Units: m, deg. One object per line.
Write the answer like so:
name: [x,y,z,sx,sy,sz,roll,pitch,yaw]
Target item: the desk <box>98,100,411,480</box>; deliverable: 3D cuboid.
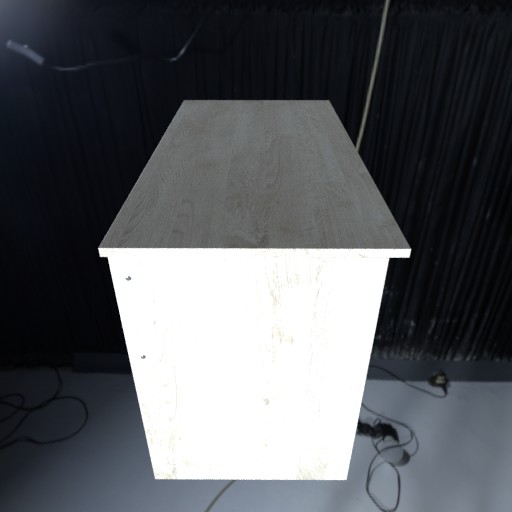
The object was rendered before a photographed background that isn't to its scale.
desk: [0.000,0.000,1.450,0.560,0.730,1.096,0,33,0]
